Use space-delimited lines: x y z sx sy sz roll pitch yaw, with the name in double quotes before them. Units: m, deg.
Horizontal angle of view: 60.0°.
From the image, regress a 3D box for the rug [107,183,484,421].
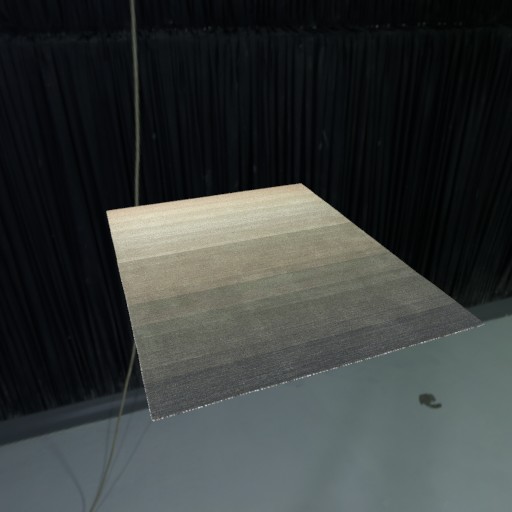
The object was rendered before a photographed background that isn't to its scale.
"rug" 0.000 0.000 3.925 2.315 0.015 2.932 -11 32 -18
